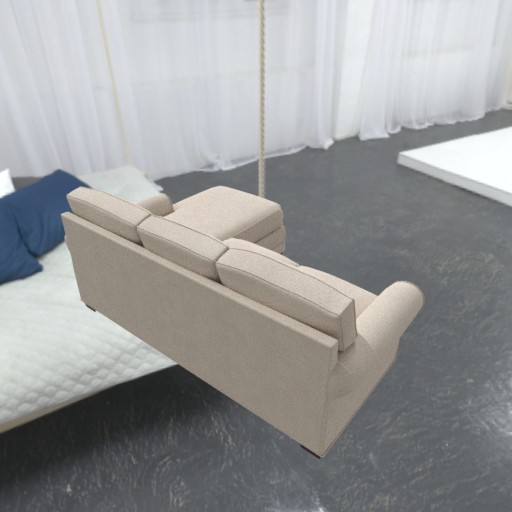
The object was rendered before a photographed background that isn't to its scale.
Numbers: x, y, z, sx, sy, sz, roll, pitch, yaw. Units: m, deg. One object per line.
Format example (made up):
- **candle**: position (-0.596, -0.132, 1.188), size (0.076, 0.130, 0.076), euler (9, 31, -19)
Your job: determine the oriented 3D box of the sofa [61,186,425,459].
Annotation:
- **sofa**: position (0.000, 0.000, 2.387), size (1.770, 0.734, 1.226), euler (22, 37, 32)
